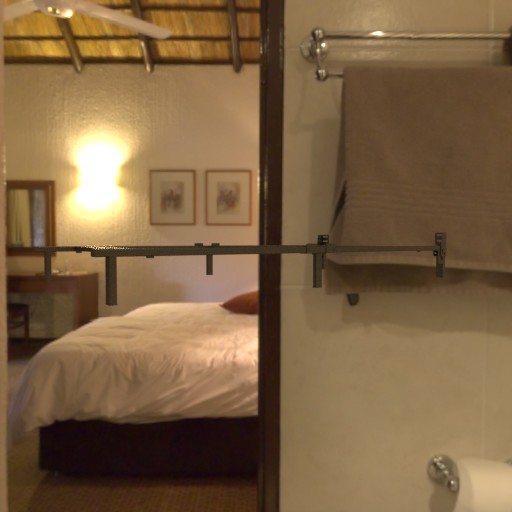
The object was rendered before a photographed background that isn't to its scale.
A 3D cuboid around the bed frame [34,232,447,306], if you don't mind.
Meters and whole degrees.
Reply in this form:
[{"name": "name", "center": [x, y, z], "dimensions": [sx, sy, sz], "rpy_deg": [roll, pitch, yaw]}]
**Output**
[{"name": "bed frame", "center": [0.000, 0.000, 2.268], "dimensions": [1.897, 0.248, 0.968], "rpy_deg": [-1, 2, -36]}]
